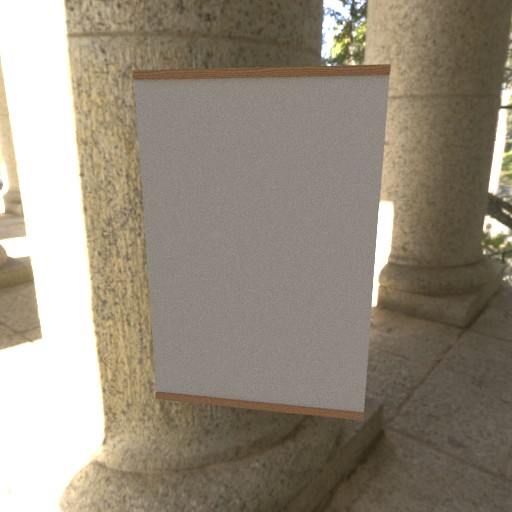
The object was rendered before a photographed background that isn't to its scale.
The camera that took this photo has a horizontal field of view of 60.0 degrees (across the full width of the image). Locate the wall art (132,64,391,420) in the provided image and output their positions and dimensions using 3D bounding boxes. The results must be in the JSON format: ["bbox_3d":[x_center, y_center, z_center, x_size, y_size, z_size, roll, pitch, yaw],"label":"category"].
[{"bbox_3d":[0.000,0.000,1.932,1.011,1.521,0.025,3,16,9],"label":"wall art"}]
